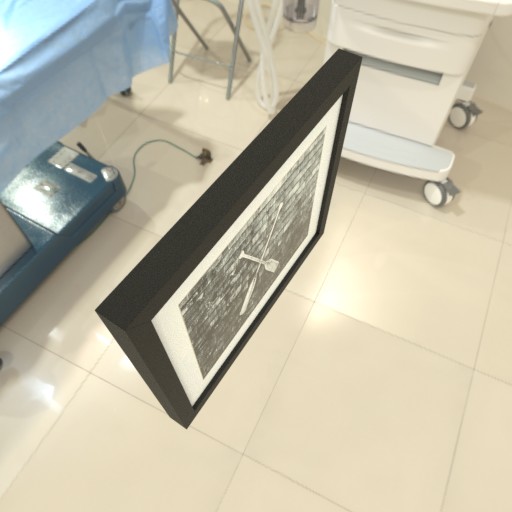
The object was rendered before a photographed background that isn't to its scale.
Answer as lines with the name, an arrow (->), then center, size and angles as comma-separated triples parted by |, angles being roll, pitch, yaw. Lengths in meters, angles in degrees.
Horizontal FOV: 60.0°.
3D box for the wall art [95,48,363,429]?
wall art -> 0.000, 0.000, 0.539 | 0.029, 0.330, 0.381 | 29, 62, 17
